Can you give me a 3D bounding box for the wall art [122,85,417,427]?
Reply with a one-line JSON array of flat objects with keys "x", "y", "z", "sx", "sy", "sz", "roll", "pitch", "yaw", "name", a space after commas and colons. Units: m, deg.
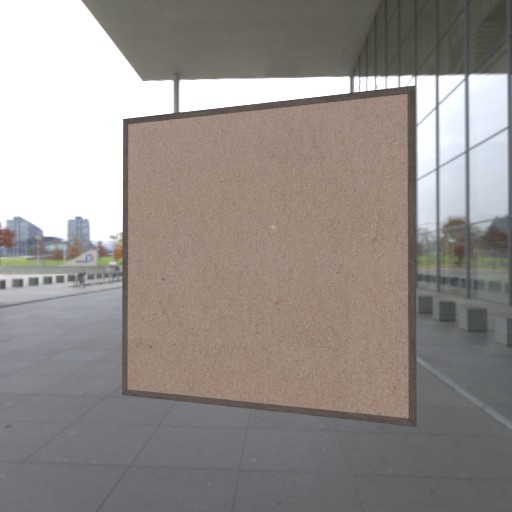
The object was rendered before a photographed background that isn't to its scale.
[{"x": 0.000, "y": 0.000, "z": 1.124, "sx": 0.762, "sy": 0.762, "sz": 0.038, "roll": 0, "pitch": -1, "yaw": 18, "name": "wall art"}]
